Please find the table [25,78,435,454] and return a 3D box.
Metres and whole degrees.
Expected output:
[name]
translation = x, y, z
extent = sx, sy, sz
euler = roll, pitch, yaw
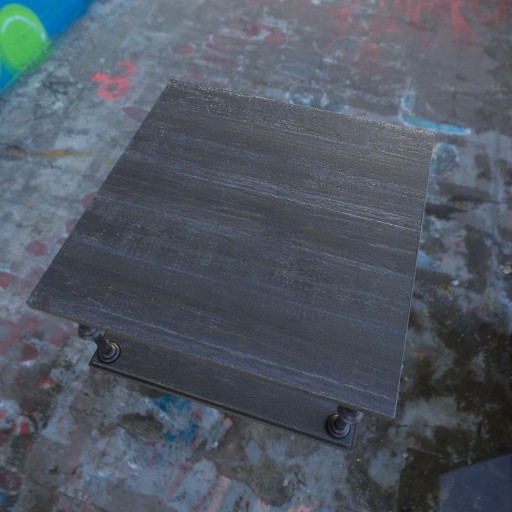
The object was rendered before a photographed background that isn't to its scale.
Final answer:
[table]
translation = 0.000, 0.000, 1.128
extent = 0.696, 0.400, 0.696
euler = 15, 59, 9
